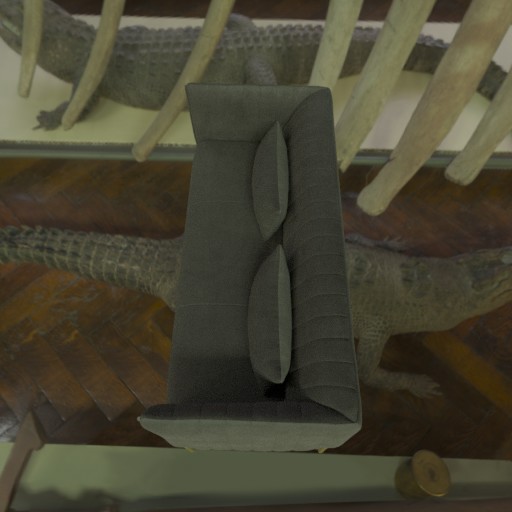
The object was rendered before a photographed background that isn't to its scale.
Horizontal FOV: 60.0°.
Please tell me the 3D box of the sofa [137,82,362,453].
[{"bbox_3d":[0.000,0.000,2.469,0.876,0.780,1.980,1,61,1],"label":"sofa"}]
